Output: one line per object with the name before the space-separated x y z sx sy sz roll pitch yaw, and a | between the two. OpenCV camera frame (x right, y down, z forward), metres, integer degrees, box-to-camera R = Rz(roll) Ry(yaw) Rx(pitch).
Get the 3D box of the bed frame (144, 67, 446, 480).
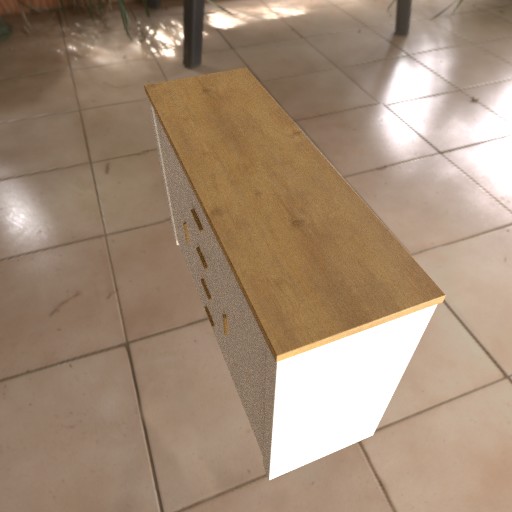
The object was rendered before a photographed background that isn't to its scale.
bed frame | 0.000 0.000 1.694 0.430 0.850 1.300 -16 49 -15
